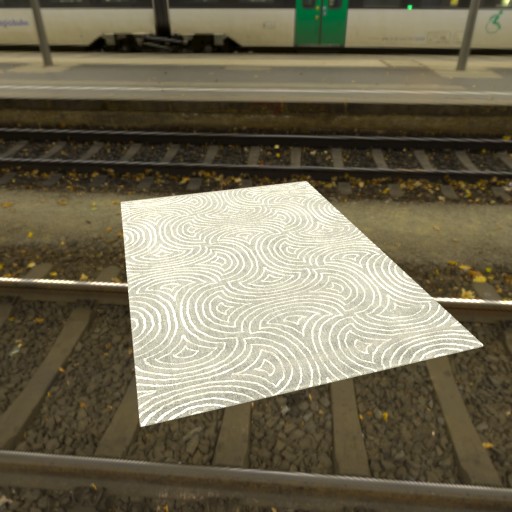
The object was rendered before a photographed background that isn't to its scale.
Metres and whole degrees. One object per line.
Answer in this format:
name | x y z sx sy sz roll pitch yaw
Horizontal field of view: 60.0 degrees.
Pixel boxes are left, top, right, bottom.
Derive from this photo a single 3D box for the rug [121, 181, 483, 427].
rug | 0.000 0.000 2.730 1.543 0.015 2.144 -9 32 -14
